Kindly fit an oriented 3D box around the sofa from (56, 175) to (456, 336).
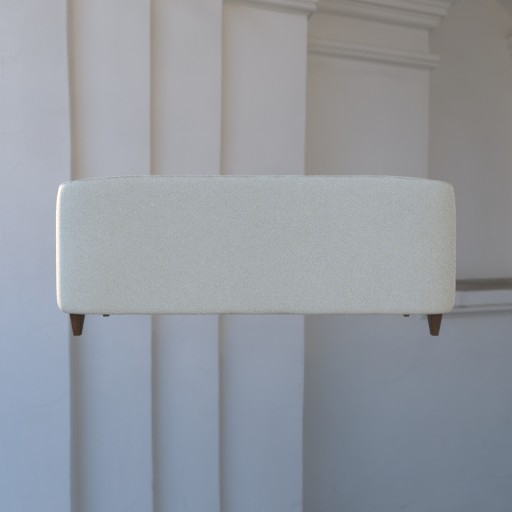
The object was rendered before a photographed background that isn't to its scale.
[{"bbox_3d":[0.000,0.000,2.759,2.278,0.855,0.941,0,1,0],"label":"sofa"}]
